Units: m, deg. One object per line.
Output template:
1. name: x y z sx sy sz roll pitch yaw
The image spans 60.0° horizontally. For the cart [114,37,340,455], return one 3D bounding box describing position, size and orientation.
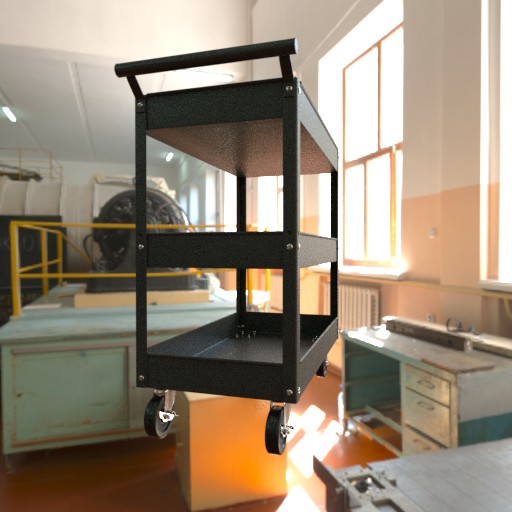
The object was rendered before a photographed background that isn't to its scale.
1. cart: 0.000 0.000 1.173 0.366 0.780 0.719 0 1 17
